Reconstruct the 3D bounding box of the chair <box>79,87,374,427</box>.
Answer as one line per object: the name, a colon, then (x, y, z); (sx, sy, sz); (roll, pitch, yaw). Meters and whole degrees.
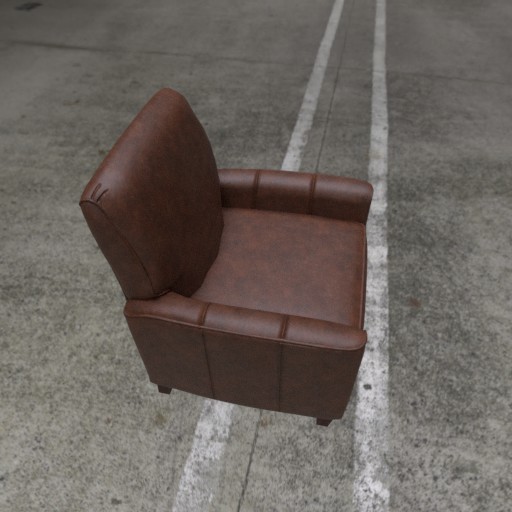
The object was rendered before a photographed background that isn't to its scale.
chair: (0.000, 0.000, 1.658); (0.850, 1.010, 0.839); (9, 47, 8)
